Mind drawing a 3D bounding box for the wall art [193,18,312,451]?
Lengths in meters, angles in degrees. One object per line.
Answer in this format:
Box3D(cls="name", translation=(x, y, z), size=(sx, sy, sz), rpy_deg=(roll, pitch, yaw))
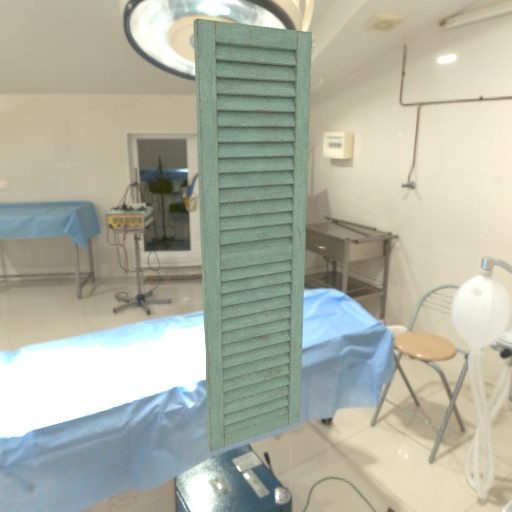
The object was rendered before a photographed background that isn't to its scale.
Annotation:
Box3D(cls="wall art", translation=(0.000, 0.000, 1.299), size=(0.329, 1.219, 0.025), rpy_deg=(-8, 17, -26))
